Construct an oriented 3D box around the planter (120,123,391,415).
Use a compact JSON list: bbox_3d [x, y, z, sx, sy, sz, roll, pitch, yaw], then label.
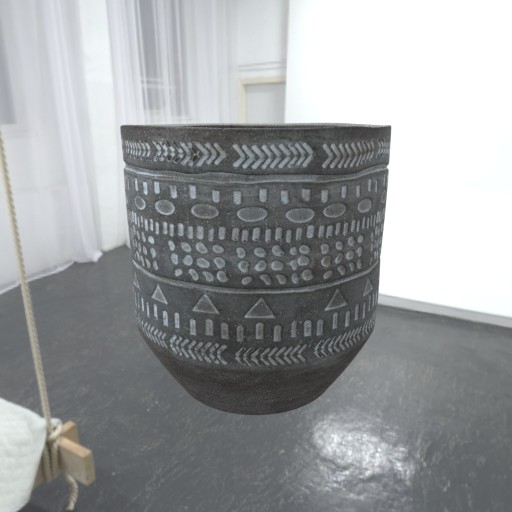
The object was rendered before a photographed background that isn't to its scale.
[{"bbox_3d":[0.000,0.000,0.261,0.142,0.149,0.142,0,17,0],"label":"planter"}]
